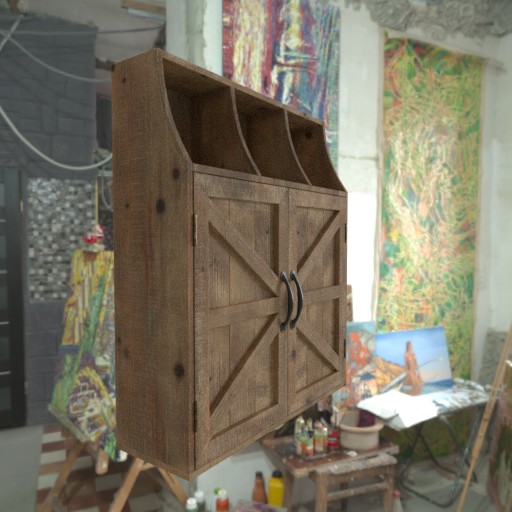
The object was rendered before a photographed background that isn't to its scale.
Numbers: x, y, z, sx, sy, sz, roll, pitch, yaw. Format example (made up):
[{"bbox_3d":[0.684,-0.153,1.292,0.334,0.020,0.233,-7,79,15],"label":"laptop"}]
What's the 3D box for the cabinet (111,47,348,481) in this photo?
[{"bbox_3d":[0.000,0.000,0.823,0.184,0.590,0.489,2,3,37],"label":"cabinet"}]
